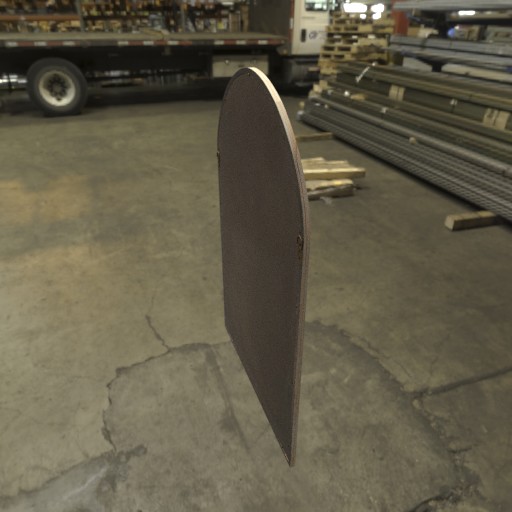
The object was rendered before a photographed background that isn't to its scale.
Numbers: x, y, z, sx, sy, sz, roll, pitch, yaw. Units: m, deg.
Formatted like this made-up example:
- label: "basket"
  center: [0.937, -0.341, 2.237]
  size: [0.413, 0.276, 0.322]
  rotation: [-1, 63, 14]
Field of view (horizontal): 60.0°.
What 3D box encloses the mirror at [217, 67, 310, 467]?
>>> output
- label: "mirror"
  center: [0.000, 0.000, 1.164]
  size: [0.032, 0.915, 0.609]
  rotation: [-10, 31, -17]
